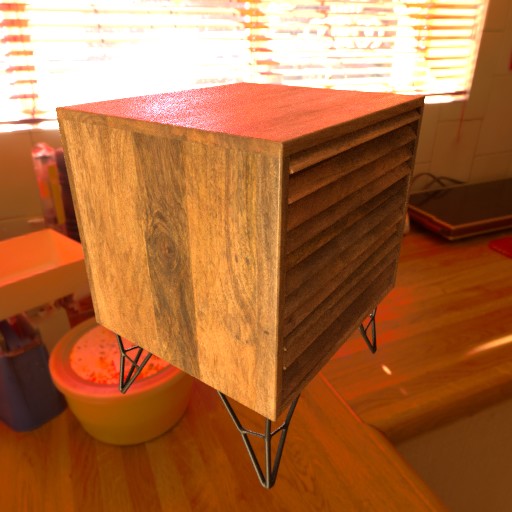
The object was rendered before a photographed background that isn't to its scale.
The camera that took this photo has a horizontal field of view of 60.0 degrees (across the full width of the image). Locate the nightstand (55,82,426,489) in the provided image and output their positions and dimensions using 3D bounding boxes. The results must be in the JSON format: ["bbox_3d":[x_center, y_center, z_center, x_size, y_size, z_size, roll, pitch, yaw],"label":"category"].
[{"bbox_3d":[0.000,0.000,0.838,0.406,0.559,0.457,18,32,32],"label":"nightstand"}]
